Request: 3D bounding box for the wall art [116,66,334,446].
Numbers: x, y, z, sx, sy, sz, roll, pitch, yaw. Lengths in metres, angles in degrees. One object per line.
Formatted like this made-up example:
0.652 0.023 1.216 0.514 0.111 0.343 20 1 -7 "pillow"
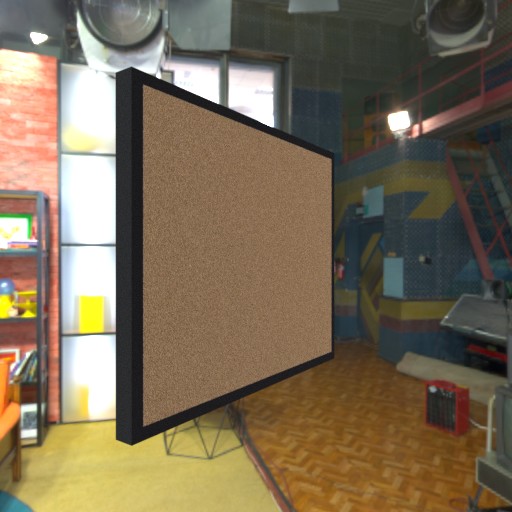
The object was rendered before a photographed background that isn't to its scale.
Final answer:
0.000 0.000 0.765 0.030 0.454 0.554 0 0 36 "wall art"
